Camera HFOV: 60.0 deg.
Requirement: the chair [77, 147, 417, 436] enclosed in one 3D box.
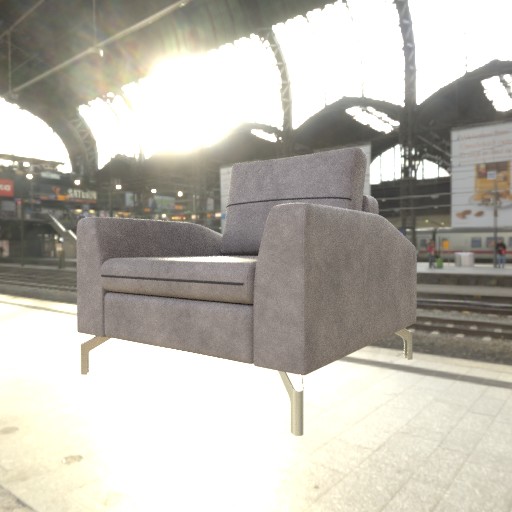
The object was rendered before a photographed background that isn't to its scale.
[{"bbox_3d":[0.000,0.000,1.600,0.900,0.800,0.900,1,1,36],"label":"chair"}]
